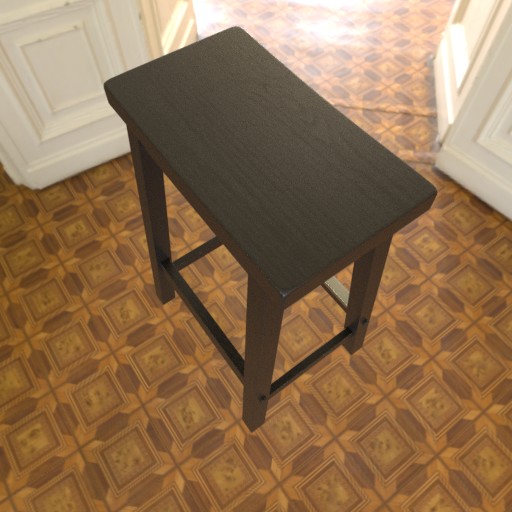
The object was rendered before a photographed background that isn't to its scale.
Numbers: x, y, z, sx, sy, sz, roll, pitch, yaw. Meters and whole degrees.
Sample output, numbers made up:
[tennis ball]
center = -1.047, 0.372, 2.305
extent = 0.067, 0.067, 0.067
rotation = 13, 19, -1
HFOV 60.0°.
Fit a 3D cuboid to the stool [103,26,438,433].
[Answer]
[stool]
center = 0.000, 0.000, 0.819
extent = 0.322, 0.610, 0.406
rotation = -32, 64, -18
